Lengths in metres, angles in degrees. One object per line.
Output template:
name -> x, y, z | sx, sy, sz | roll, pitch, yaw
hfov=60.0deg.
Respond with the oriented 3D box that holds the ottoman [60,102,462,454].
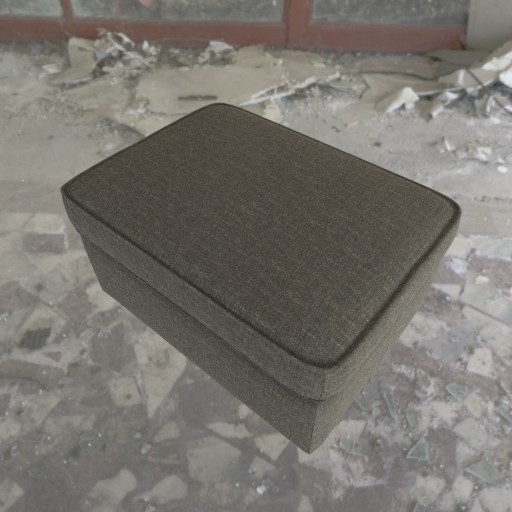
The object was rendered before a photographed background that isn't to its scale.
ottoman -> 0.000, 0.000, 1.089 | 0.749, 0.450, 0.549 | 31, 54, 26
